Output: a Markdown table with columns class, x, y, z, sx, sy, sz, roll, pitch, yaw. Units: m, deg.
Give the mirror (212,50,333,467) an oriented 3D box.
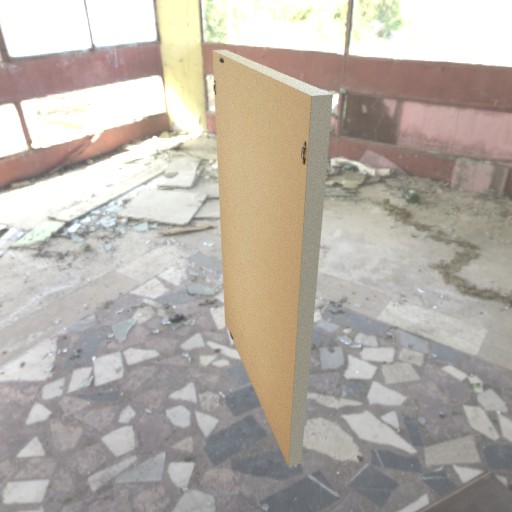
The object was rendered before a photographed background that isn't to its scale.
| class | x | y | z | sx | sy | sz | roll | pitch | yaw |
| --- | --- | --- | --- | --- | --- | --- | --- | --- | --- |
| mirror | 0.000 | 0.000 | 1.152 | 0.041 | 0.914 | 0.609 | -10 | 33 | -16 |
